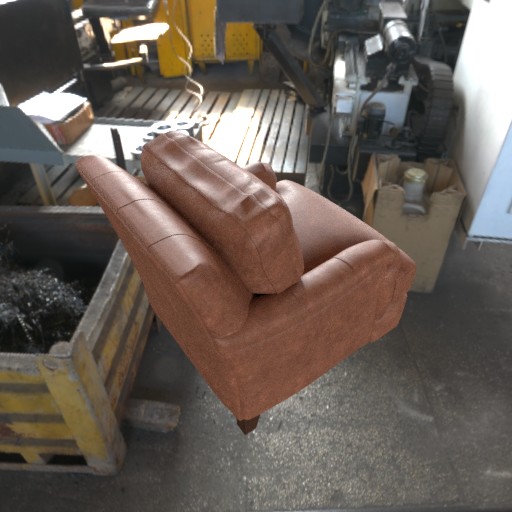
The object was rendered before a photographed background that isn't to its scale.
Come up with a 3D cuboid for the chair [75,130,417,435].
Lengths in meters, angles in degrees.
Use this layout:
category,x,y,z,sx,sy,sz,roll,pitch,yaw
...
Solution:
category,x,y,z,sx,sy,sz,roll,pitch,yaw
chair,0.000,0.000,2.011,1.158,1.055,0.986,-24,44,-27
